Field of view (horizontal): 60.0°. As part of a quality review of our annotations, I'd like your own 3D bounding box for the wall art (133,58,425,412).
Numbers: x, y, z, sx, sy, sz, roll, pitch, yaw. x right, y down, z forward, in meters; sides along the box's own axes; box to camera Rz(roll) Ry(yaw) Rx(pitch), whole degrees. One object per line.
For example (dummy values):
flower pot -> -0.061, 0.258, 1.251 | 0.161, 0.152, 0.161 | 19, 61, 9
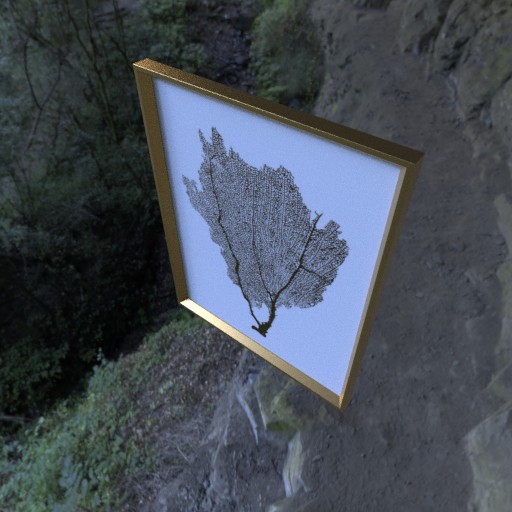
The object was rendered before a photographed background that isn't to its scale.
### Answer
wall art -> 0.000, 0.000, 1.049 | 0.610, 0.762, 0.038 | 28, 51, 26
